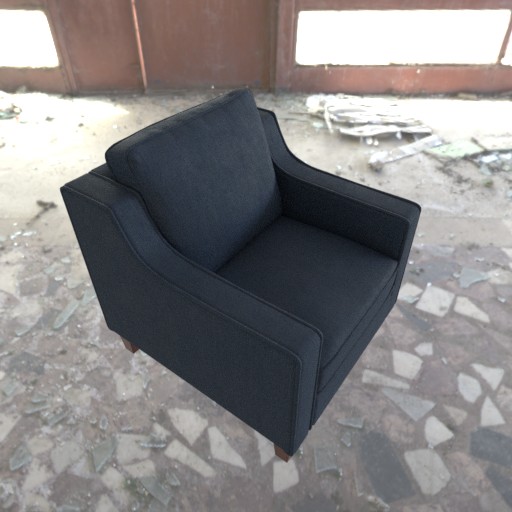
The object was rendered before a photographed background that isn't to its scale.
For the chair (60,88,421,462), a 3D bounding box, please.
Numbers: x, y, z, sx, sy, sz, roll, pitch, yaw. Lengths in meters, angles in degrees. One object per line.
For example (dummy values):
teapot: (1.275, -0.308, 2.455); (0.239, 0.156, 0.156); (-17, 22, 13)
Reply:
chair: (0.000, 0.000, 1.633); (0.909, 0.960, 0.831); (26, 47, 26)
